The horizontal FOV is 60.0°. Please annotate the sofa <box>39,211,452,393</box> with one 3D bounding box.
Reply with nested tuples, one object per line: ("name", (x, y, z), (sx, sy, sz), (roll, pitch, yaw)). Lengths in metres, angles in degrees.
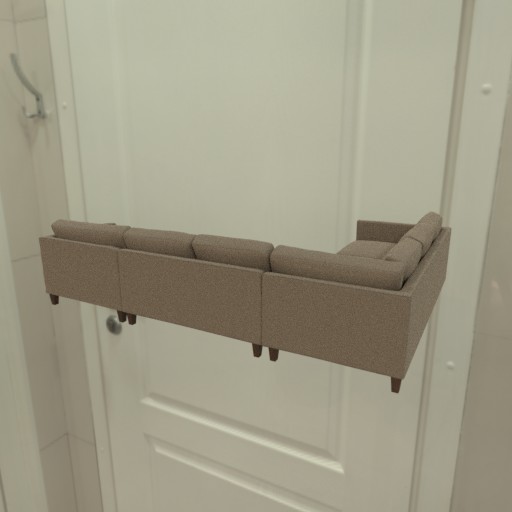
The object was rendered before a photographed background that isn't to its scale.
("sofa", (0.000, 0.000, 4.533), (3.438, 0.865, 2.424), (8, 17, 27))
